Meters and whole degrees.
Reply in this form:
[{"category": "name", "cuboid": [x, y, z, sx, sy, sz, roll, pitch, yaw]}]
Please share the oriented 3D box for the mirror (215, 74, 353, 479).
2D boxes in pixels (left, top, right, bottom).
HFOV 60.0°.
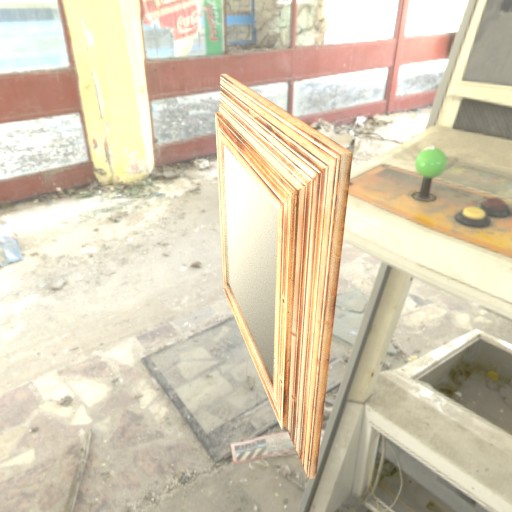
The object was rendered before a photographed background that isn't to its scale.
[{"category": "mirror", "cuboid": [0.000, 0.000, 1.195, 0.061, 0.804, 0.804, -9, 32, -14]}]
